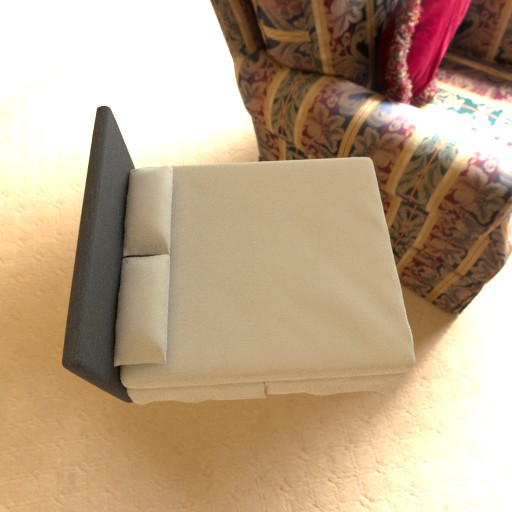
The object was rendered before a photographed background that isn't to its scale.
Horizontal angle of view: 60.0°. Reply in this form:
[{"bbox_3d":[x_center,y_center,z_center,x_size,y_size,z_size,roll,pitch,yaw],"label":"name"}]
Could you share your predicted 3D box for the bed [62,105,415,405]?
[{"bbox_3d":[0.000,0.000,3.269,2.142,1.330,1.884,-3,64,-1],"label":"bed"}]
